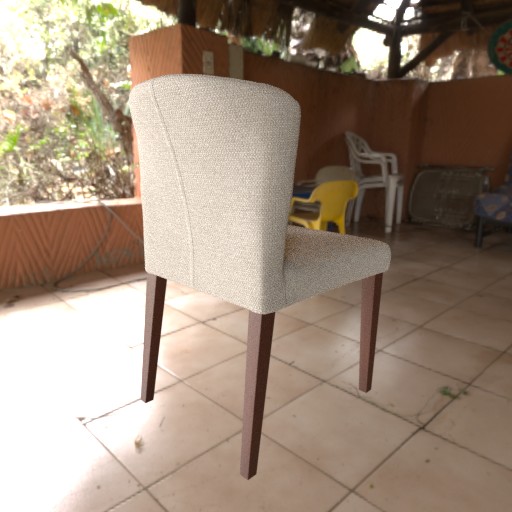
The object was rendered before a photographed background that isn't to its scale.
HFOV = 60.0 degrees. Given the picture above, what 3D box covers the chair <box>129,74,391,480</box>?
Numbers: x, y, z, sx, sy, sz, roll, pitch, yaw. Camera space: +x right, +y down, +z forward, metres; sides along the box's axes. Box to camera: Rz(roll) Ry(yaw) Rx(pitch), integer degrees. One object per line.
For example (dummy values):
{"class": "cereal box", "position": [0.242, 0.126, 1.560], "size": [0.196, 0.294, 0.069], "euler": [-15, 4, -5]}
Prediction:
{"class": "chair", "position": [0.000, 0.000, 1.177], "size": [0.491, 0.839, 0.589], "euler": [14, 20, 43]}
